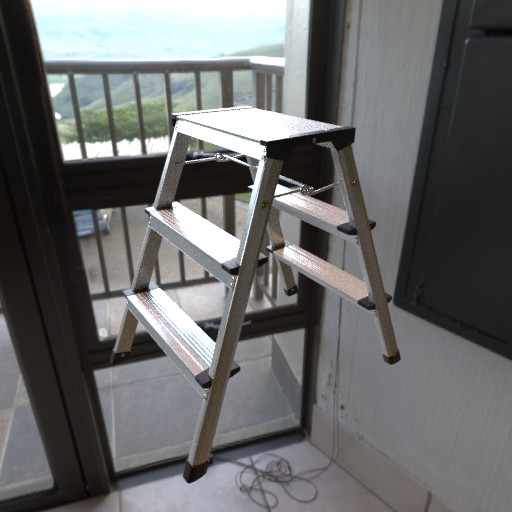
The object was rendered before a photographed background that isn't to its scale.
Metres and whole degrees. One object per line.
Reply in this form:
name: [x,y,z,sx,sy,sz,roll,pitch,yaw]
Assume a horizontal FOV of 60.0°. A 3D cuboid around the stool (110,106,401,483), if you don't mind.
stool: [0.000,0.000,1.017,0.622,0.605,0.437,-18,31,-31]
